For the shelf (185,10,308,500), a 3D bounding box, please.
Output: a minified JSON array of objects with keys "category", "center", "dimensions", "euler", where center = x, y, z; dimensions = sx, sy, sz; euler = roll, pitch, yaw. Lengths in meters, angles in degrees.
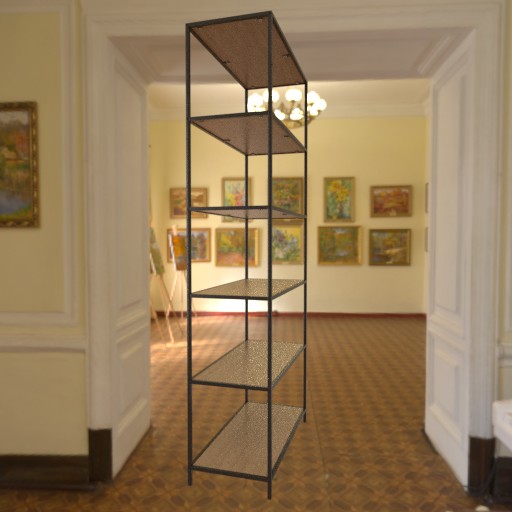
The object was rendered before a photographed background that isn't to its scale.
[{"category":"shelf","center":[0.000,0.000,2.092],"dimensions":[0.350,1.850,0.770],"euler":[1,2,17]}]
